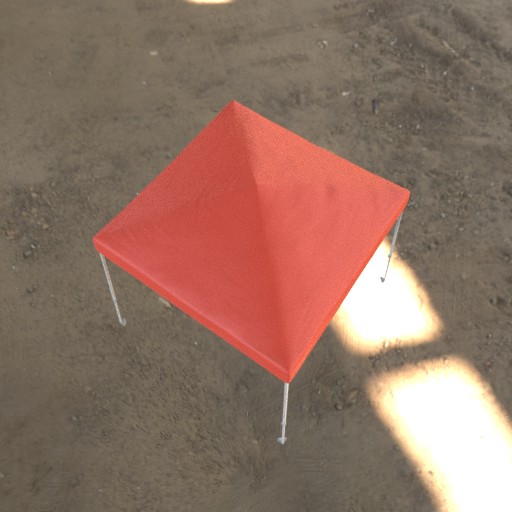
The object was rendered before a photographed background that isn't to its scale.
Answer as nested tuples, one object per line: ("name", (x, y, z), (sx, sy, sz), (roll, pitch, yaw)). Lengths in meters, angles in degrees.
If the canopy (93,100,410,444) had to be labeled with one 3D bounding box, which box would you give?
("canopy", (0.000, 0.000, 5.351), (2.849, 2.850, 2.850), (32, 67, 15))
